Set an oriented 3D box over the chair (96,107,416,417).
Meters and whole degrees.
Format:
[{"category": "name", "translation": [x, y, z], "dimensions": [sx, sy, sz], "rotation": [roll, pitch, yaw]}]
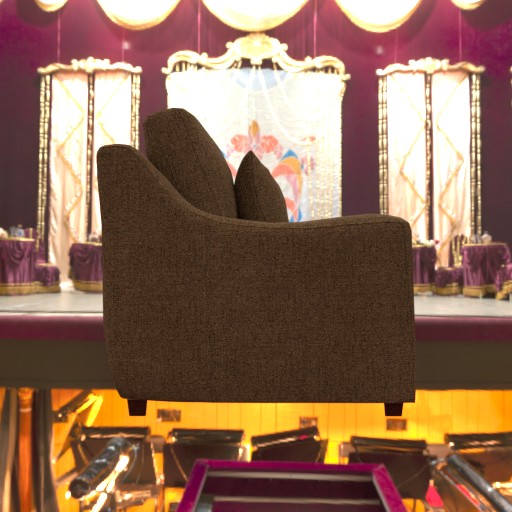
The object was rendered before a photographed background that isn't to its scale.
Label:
[{"category": "chair", "translation": [0.000, 0.000, 1.918], "dimensions": [1.009, 1.037, 1.138], "rotation": [0, -2, 0]}]
